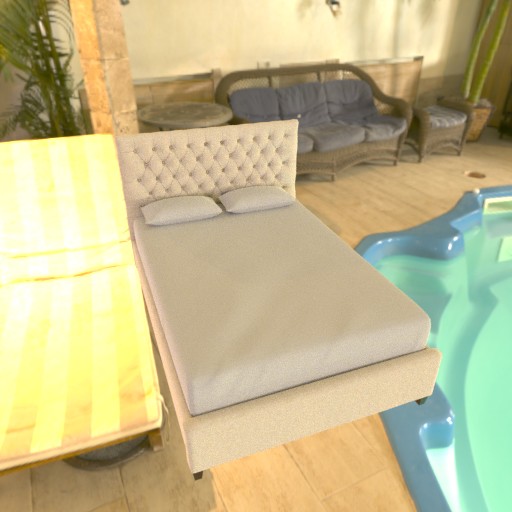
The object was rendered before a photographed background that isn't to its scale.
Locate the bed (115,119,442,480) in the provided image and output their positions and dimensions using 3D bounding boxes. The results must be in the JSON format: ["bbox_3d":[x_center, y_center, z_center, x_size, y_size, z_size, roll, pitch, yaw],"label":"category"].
[{"bbox_3d":[0.000,0.000,3.402,1.698,1.427,2.387,-11,32,-17],"label":"bed"}]
